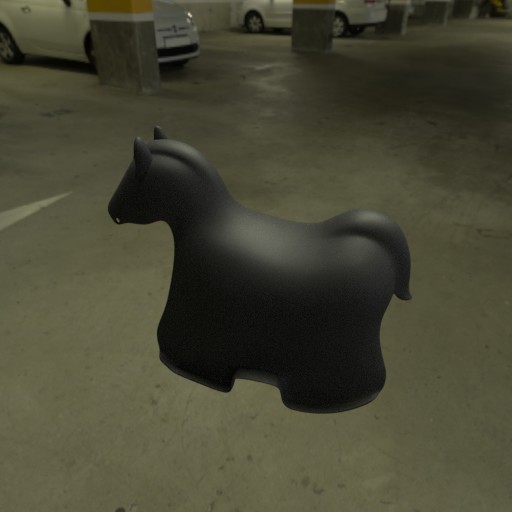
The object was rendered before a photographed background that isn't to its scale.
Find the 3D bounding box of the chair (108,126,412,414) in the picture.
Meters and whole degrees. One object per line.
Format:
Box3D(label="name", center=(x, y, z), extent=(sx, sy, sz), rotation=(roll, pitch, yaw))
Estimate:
Box3D(label="chair", center=(0.000, 0.000, 1.155), extent=(0.800, 0.612, 0.429), rotation=(8, 32, 13))
